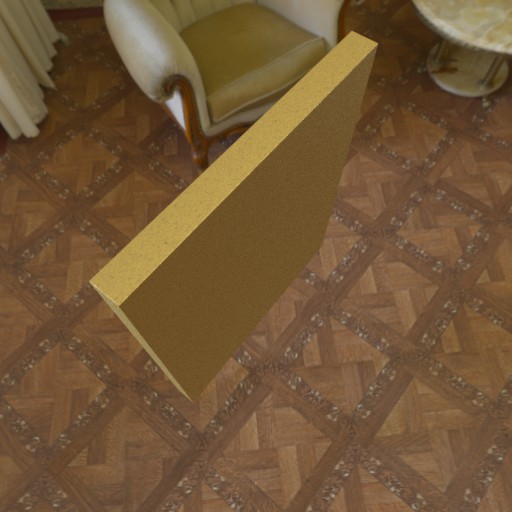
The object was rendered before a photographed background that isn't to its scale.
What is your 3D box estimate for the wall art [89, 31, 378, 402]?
[{"bbox_3d":[0.000,0.000,0.865,0.048,0.642,0.537,35,68,16],"label":"wall art"}]
